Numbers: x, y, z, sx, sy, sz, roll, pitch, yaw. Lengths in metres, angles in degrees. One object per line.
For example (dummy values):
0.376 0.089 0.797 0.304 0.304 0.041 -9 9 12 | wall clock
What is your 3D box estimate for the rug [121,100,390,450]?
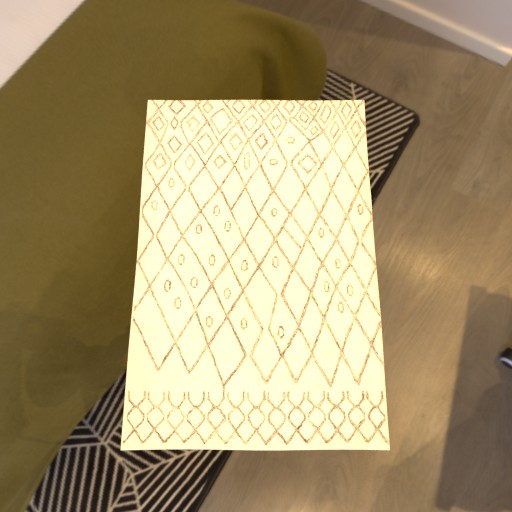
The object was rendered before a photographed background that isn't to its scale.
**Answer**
0.000 0.000 2.253 1.222 0.015 1.828 0 74 0 | rug
